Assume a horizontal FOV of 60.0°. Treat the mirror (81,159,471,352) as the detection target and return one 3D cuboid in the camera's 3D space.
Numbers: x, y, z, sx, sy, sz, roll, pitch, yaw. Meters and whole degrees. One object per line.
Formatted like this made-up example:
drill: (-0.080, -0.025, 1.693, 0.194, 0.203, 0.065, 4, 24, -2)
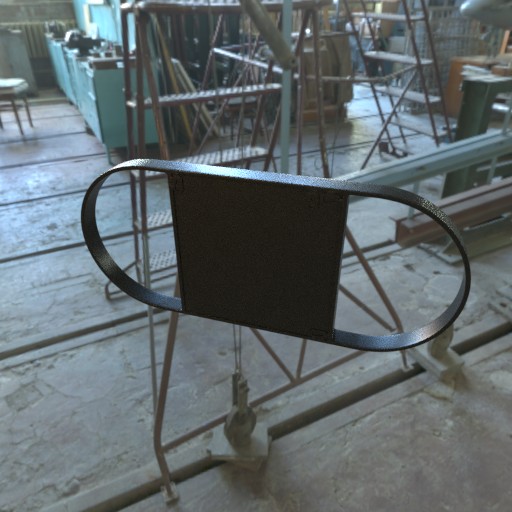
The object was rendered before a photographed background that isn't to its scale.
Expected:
mirror: (0.000, 0.000, 0.659, 0.584, 0.254, 0.032, 9, 32, 15)
